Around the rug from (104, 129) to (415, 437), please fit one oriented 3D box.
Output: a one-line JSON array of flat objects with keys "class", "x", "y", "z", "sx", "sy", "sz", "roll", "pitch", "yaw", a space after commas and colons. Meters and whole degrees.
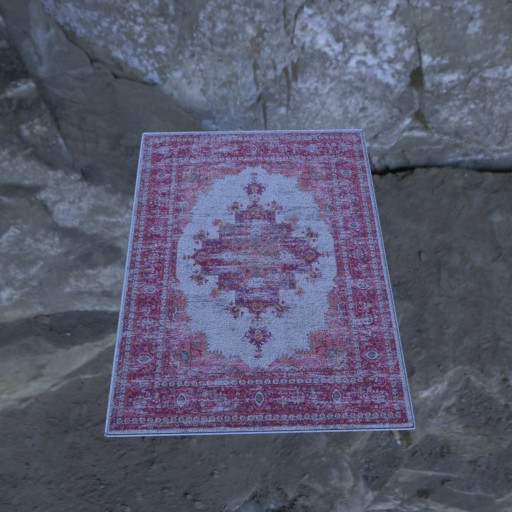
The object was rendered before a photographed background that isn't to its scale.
[{"class": "rug", "x": 0.000, "y": 0.000, "z": 4.186, "sx": 2.447, "sy": 0.017, "sz": 3.123, "roll": -1, "pitch": 63, "yaw": -1}]
